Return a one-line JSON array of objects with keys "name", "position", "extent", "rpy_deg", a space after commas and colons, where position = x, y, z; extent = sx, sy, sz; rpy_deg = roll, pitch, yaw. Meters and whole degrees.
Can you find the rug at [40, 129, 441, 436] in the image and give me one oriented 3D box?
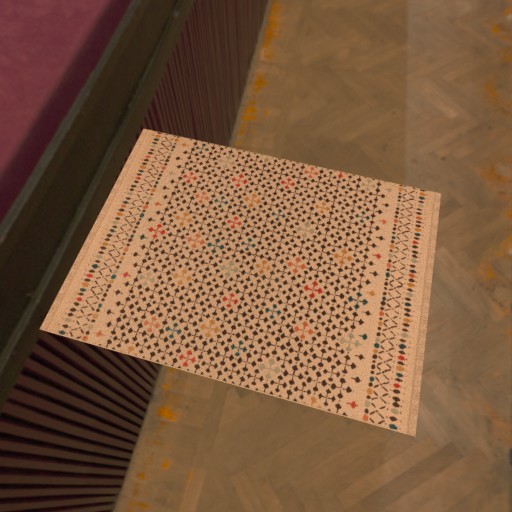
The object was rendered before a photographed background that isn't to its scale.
[{"name": "rug", "position": [0.000, 0.000, 2.007], "extent": [1.556, 0.006, 1.146], "rpy_deg": [14, 64, 7]}]
